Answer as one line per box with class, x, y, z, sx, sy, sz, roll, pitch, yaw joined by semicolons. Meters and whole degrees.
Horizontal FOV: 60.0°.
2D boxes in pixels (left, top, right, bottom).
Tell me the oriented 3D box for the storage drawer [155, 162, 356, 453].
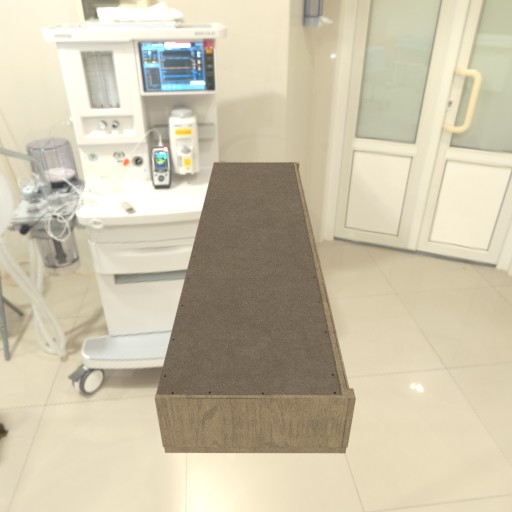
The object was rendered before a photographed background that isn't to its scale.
storage drawer;0.000;0.000;2.258;0.591;0.274;2.072;0;31;0
